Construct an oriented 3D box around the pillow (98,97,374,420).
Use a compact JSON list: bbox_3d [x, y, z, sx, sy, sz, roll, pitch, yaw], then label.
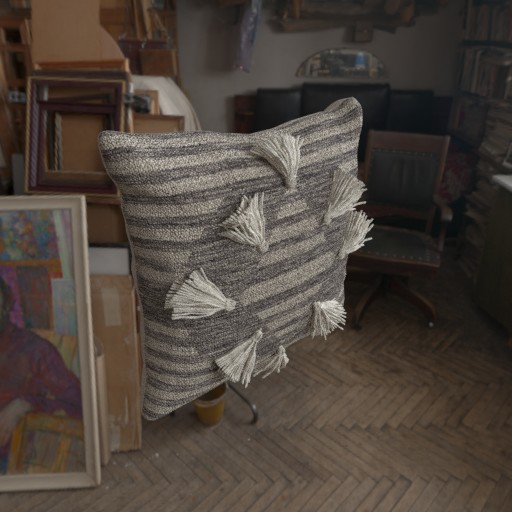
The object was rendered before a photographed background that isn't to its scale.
[{"bbox_3d":[0.000,0.000,0.776,0.484,0.490,0.234,-21,35,-34],"label":"pillow"}]
